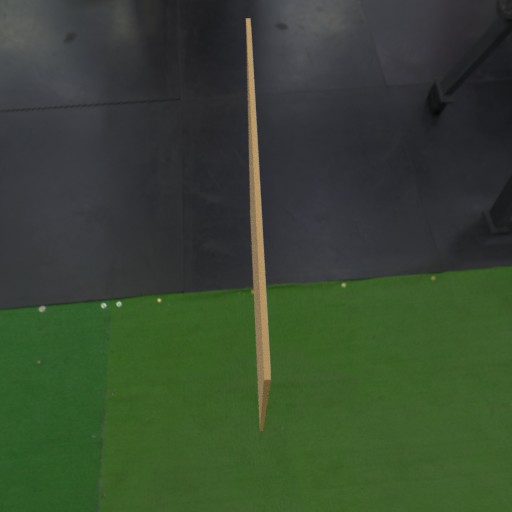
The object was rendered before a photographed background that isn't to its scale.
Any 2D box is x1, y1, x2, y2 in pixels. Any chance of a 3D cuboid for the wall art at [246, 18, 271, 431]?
[{"bbox_3d":[0.000,0.000,1.416,0.013,0.959,0.962,-2,64,-1],"label":"wall art"}]
